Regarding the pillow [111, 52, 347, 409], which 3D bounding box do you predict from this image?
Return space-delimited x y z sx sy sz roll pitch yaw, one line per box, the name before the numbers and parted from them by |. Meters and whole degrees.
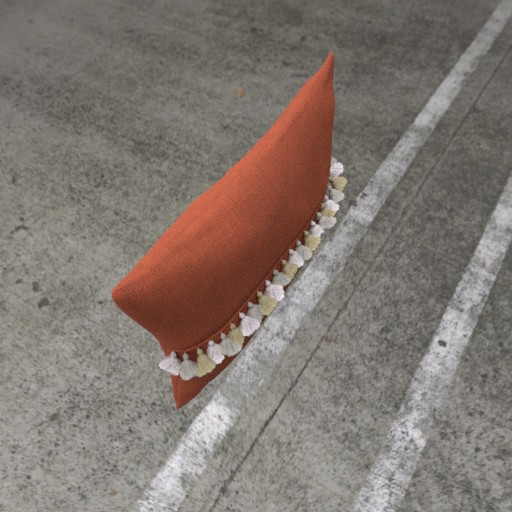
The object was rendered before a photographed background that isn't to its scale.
pillow | 0.000 0.000 0.739 0.165 0.482 0.490 29 63 17
